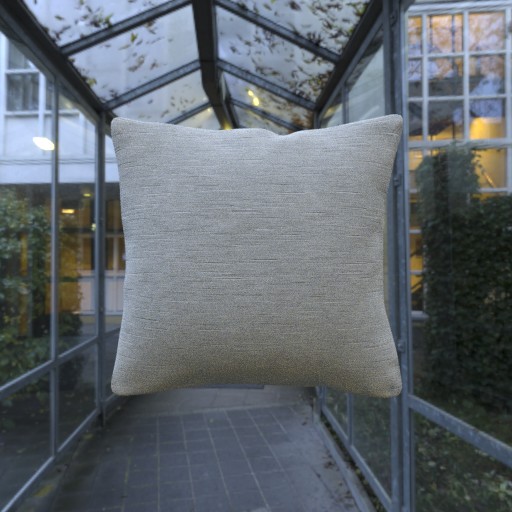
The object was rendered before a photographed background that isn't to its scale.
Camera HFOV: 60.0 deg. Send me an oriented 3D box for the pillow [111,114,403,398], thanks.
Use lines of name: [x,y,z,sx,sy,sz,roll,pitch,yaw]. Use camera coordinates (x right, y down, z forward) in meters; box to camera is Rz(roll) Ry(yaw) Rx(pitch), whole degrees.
pillow: [0.000,0.000,0.661,0.437,0.420,0.162,0,-1,1]
